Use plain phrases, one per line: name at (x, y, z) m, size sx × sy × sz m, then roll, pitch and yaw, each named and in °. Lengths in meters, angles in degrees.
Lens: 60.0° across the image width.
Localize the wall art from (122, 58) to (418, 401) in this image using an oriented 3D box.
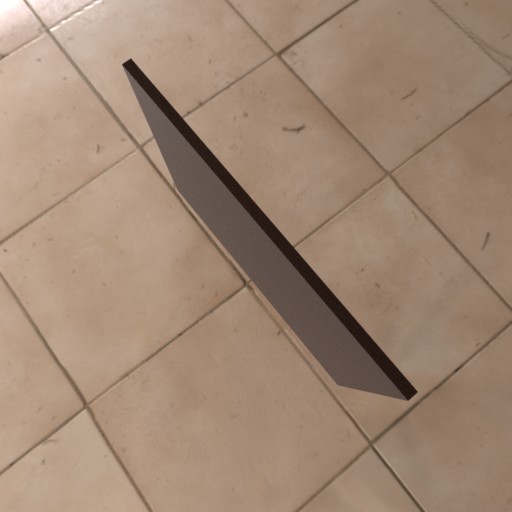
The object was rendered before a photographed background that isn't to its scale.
wall art at (0.000, 0.000, 1.646) m, size 0.034 × 0.952 × 1.207 m, roll -38°, pitch 79°, yaw -9°
